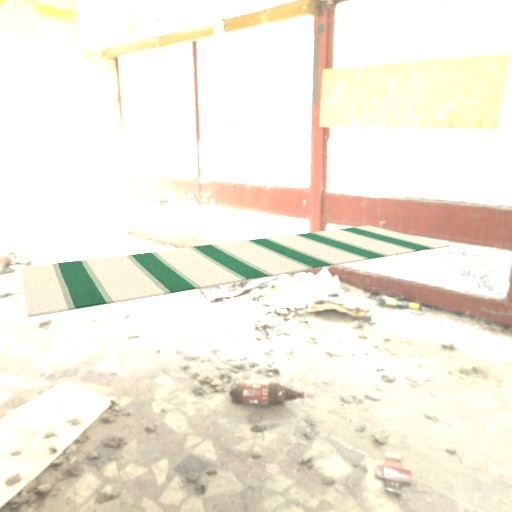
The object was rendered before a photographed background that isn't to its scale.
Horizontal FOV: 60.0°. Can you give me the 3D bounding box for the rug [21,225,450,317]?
[{"bbox_3d":[0.000,0.000,2.607,2.438,0.012,0.768,-8,17,-28],"label":"rug"}]
